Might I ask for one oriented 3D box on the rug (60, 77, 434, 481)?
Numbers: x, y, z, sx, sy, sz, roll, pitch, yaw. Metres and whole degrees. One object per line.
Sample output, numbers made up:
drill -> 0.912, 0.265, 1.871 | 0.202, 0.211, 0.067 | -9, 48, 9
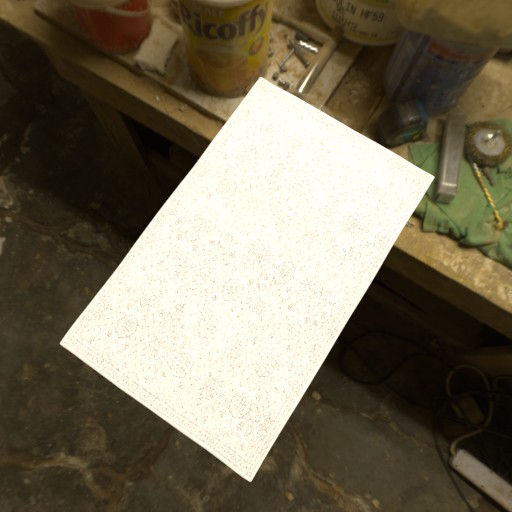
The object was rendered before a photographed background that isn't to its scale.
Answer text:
rug -> 0.000, 0.000, 3.069 | 1.518, 0.023, 2.434 | 33, 78, 8
